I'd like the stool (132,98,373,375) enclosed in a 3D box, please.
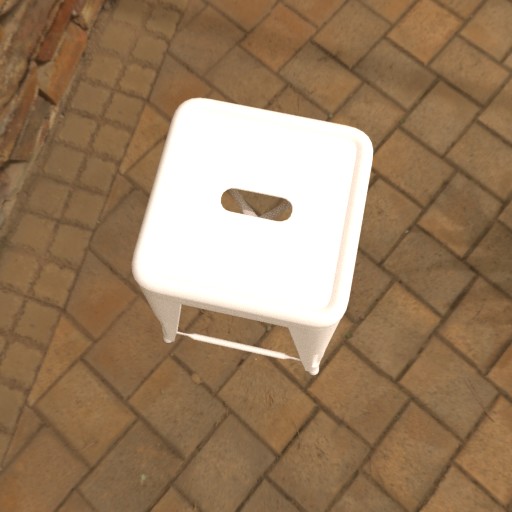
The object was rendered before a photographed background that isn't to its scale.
[{"bbox_3d":[0.000,0.000,0.875,0.406,0.610,0.406,12,77,3],"label":"stool"}]
